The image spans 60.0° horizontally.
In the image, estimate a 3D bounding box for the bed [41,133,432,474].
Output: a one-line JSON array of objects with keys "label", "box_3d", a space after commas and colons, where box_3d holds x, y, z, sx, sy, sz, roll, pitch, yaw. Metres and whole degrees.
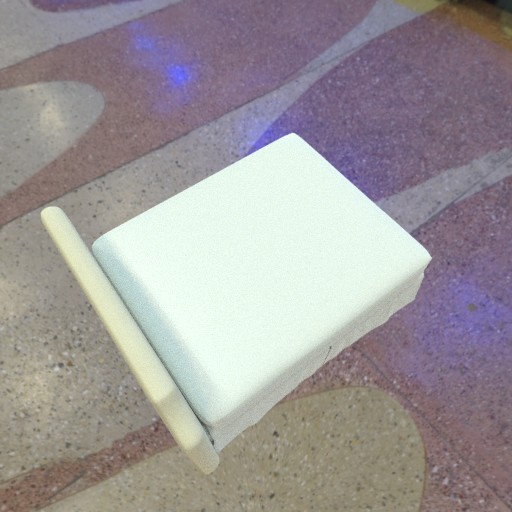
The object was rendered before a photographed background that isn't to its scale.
[{"label": "bed", "box_3d": [0.000, 0.000, 3.220, 2.209, 1.296, 1.827, -32, 64, -18]}]
